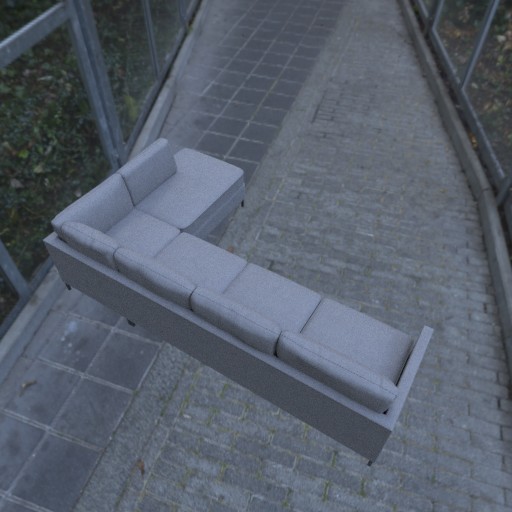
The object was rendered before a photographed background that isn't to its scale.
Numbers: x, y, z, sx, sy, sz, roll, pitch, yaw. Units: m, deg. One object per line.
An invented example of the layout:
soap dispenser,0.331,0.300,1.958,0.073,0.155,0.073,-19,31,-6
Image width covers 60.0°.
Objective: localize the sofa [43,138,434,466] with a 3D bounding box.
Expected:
sofa,0.000,0.000,4.198,3.331,0.964,2.077,24,52,21
